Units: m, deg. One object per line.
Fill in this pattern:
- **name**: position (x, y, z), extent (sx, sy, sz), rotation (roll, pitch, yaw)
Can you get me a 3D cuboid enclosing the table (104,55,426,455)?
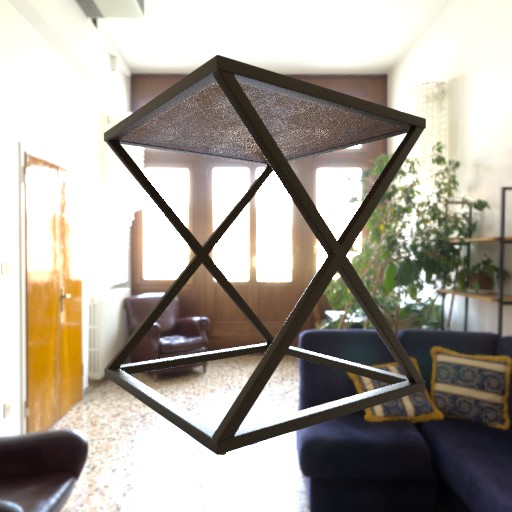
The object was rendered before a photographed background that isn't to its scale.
- **table**: position (0.000, 0.000, 0.965), extent (0.500, 0.565, 0.500), rotation (0, 1, -36)
